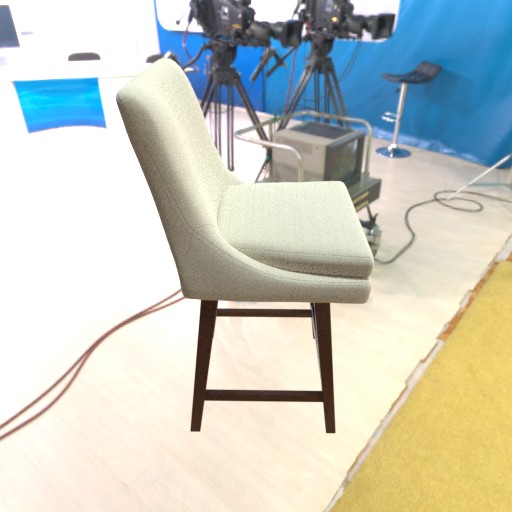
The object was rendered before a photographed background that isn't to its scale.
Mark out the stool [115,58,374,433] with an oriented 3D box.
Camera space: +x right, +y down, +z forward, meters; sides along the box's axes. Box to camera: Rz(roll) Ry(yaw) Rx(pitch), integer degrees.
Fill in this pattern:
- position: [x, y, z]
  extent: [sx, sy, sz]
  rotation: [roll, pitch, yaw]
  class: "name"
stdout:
- position: [0.000, 0.000, 1.267]
  extent: [0.559, 0.991, 0.483]
  rotation: [0, 32, 1]
  class: "stool"
